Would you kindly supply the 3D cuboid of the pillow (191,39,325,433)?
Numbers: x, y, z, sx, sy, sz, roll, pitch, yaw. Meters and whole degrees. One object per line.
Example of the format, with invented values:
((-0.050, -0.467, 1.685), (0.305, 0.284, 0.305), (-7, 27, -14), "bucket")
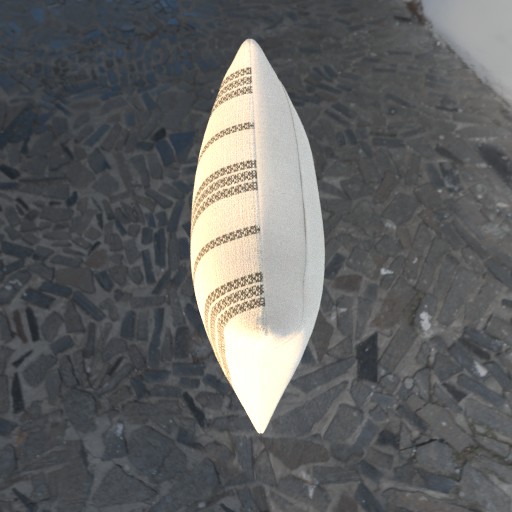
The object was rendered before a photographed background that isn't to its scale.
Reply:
((0.000, 0.000, 0.626), (0.173, 0.406, 0.405), (-2, 59, -1), "pillow")
